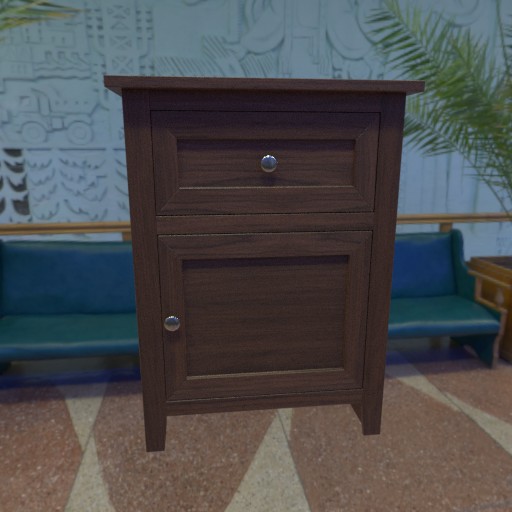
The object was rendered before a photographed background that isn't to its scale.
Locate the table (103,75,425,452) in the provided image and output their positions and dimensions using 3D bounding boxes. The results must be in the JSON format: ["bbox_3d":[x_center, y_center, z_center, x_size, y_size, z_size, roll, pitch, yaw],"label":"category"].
[{"bbox_3d":[0.000,0.000,0.914,0.480,0.636,0.381,-2,14,-7],"label":"table"}]
